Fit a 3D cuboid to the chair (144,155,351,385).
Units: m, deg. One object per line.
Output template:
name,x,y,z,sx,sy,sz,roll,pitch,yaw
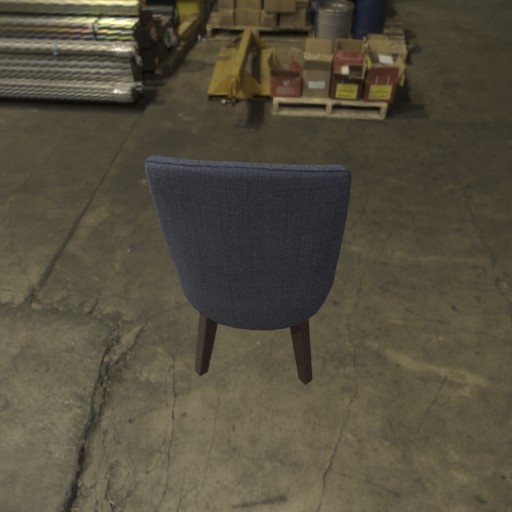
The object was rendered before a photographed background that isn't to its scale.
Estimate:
chair,0.000,0.000,1.426,0.510,1.050,0.577,4,45,4
